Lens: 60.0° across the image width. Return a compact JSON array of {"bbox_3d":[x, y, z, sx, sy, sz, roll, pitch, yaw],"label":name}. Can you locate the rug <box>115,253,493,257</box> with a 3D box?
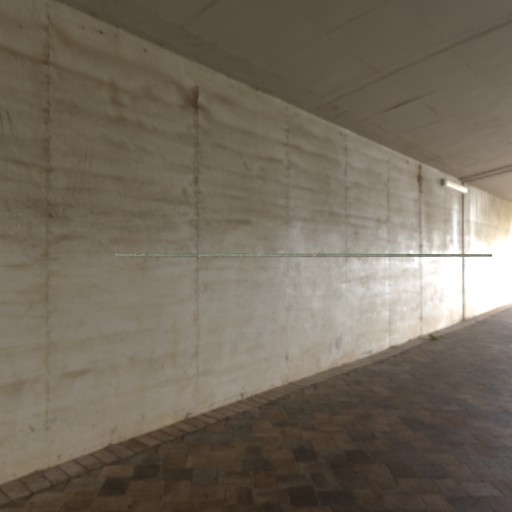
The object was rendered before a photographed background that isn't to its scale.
[{"bbox_3d":[0.000,0.000,4.090,2.420,0.019,3.039,0,0,-17],"label":"rug"}]
